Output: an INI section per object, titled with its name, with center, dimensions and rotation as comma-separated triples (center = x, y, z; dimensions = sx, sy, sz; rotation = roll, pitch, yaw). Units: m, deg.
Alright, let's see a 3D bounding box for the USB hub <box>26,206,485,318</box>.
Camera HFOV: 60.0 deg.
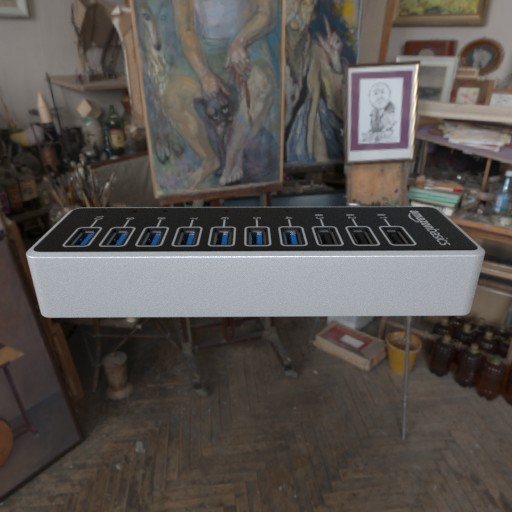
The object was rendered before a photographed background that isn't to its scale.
[USB hub]
center = 0.000, 0.000, 0.161
dimensions = 0.145, 0.023, 0.044
rotation = 0, 26, 0
